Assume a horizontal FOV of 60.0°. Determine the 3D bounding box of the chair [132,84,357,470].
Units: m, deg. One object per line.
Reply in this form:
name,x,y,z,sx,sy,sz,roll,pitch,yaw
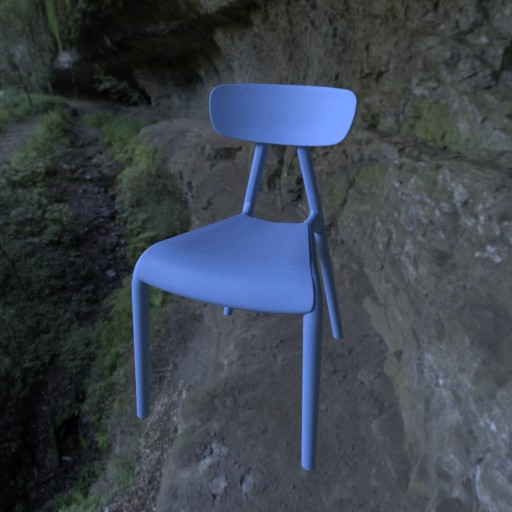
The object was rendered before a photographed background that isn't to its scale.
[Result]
chair,0.000,0.000,0.848,0.356,0.580,0.401,9,28,18
